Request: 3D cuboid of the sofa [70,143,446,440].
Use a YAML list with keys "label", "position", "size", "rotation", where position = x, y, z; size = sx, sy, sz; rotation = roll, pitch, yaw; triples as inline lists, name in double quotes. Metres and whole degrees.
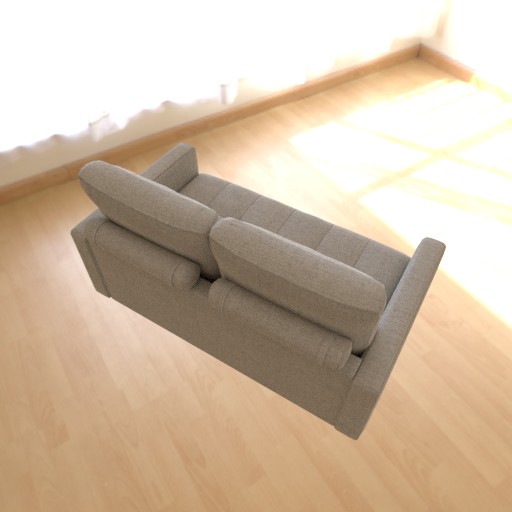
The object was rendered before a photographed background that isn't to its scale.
- label: "sofa"
  position: [0.000, 0.000, 1.955]
  size: [1.407, 0.907, 0.842]
  rotation: [25, 53, 20]
